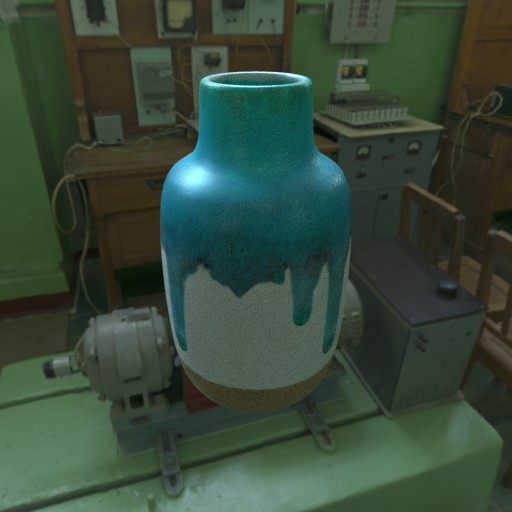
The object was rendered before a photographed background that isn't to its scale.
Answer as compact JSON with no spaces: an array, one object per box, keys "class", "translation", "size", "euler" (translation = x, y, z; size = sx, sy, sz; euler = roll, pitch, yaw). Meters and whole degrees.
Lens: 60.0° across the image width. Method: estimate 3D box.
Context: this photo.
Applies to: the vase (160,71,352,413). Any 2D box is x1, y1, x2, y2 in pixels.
[{"class":"vase","translation":[0.000,0.000,0.255],"size":[0.106,0.192,0.106],"euler":[0,29,0]}]
